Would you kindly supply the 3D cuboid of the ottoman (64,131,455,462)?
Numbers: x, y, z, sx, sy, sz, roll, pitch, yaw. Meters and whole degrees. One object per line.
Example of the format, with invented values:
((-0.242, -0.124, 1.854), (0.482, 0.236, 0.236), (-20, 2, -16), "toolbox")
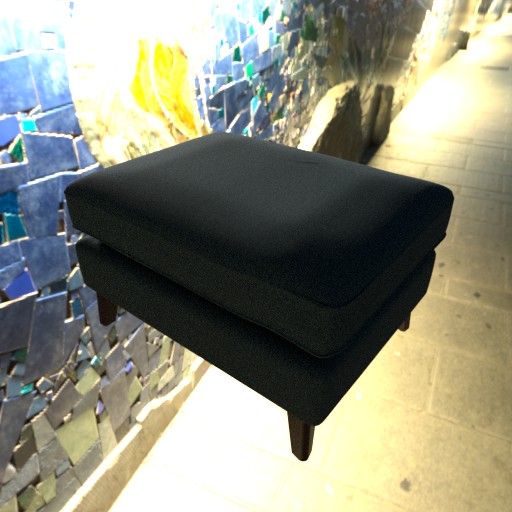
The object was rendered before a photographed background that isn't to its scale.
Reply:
((0.000, 0.000, 1.245), (0.835, 0.503, 0.629), (23, 38, 32), "ottoman")
